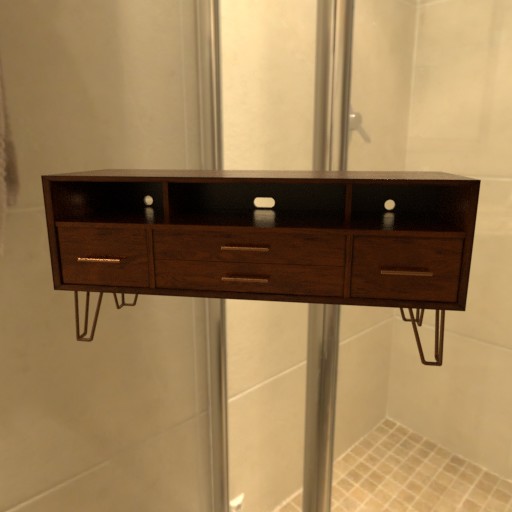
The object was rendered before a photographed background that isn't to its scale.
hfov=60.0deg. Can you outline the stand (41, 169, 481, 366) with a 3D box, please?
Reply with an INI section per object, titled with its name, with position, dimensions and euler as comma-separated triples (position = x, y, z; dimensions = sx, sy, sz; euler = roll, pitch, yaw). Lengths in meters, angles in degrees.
[stand]
position = 0.000, 0.000, 1.662
dimensions = 1.372, 0.610, 0.481
euler = 2, 14, 9
